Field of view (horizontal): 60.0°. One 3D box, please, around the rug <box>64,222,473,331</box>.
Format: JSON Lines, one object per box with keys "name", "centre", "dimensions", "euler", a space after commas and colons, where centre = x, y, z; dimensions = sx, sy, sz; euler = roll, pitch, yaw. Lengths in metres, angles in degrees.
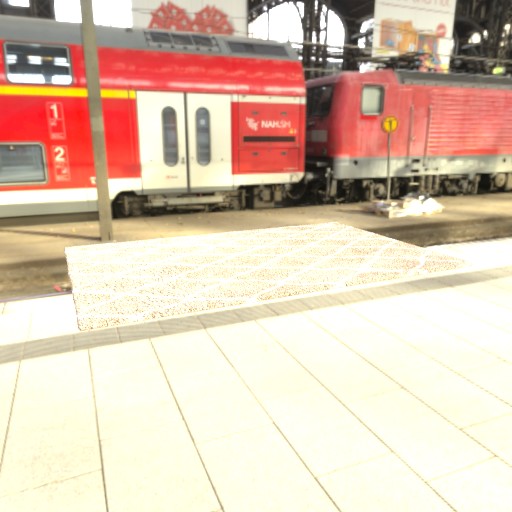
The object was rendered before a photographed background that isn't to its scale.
{"name": "rug", "centre": [0.000, 0.000, 3.507], "dimensions": [2.743, 0.030, 1.778], "euler": [-7, 17, -24]}
